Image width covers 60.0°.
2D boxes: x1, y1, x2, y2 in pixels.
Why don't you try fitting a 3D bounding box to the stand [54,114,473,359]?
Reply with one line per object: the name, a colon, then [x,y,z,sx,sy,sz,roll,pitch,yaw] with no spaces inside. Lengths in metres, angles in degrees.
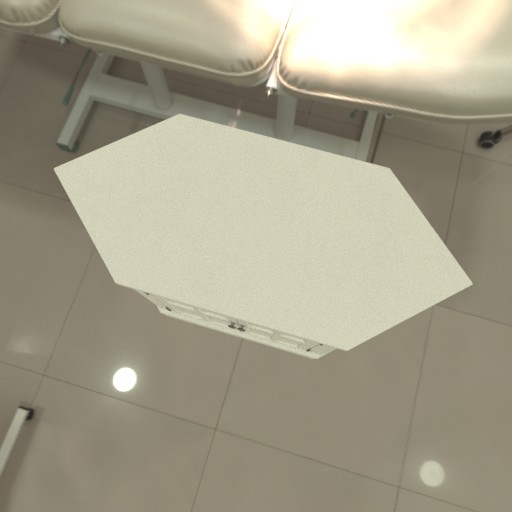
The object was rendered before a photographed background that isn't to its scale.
stand: [0.000,0.000,1.383,1.072,0.614,0.477,16,76,4]
